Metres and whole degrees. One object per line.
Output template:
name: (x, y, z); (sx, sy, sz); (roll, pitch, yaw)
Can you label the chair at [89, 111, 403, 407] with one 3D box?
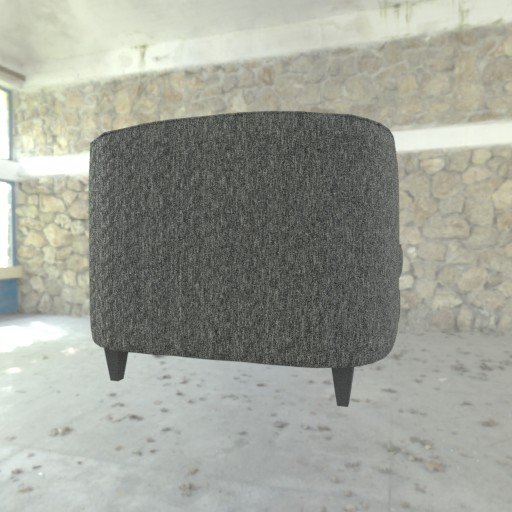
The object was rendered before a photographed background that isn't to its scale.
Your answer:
chair: (0.000, 0.000, 1.748); (1.104, 0.852, 0.941); (0, 1, 18)
